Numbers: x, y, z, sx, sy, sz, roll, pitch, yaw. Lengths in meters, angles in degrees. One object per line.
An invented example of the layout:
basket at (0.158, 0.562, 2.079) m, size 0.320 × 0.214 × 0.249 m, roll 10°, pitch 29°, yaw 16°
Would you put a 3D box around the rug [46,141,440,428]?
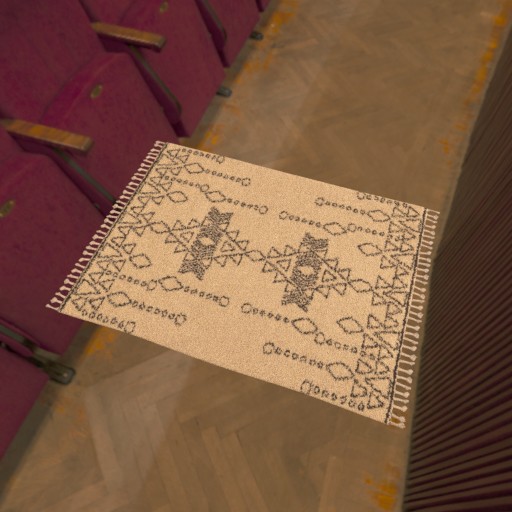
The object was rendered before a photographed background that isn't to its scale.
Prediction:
rug at (0.000, 0.000, 4.005) m, size 3.027 × 0.028 × 2.125 m, roll 16°, pitch 59°, yaw 10°
